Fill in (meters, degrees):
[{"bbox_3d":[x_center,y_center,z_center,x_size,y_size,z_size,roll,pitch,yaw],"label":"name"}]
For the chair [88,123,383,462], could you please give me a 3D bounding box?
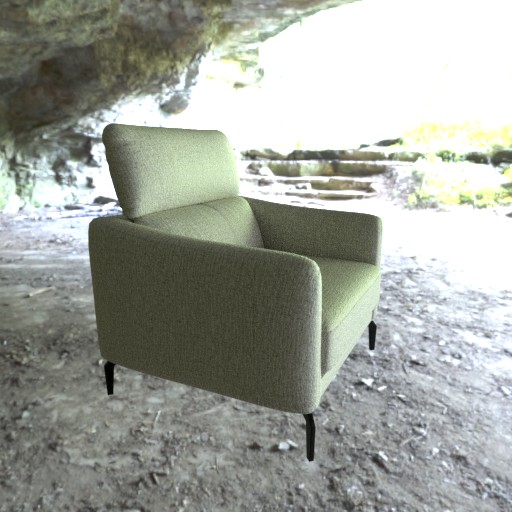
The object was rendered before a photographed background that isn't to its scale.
[{"bbox_3d":[0.000,0.000,1.705,0.835,0.967,0.972,7,16,26],"label":"chair"}]
